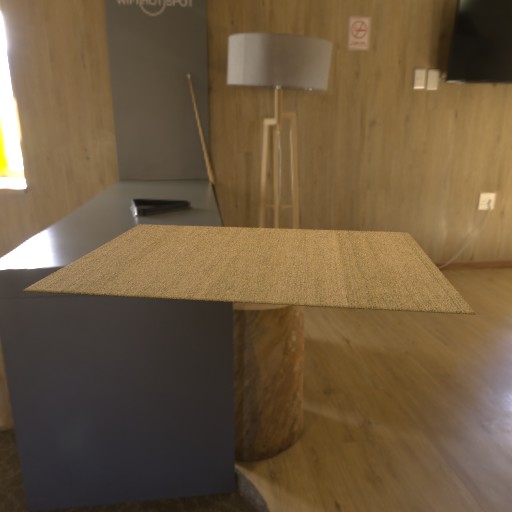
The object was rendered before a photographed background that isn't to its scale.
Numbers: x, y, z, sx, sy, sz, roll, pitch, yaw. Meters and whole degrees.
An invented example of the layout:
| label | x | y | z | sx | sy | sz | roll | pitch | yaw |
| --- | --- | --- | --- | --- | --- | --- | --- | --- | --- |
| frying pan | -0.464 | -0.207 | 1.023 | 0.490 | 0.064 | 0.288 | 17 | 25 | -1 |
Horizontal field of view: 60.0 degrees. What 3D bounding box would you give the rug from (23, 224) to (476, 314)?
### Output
| label | x | y | z | sx | sy | sz | roll | pitch | yaw |
| --- | --- | --- | --- | --- | --- | --- | --- | --- | --- |
| rug | 0.000 | 0.000 | 5.118 | 3.935 | 0.025 | 2.782 | 2 | 17 | 7 |
